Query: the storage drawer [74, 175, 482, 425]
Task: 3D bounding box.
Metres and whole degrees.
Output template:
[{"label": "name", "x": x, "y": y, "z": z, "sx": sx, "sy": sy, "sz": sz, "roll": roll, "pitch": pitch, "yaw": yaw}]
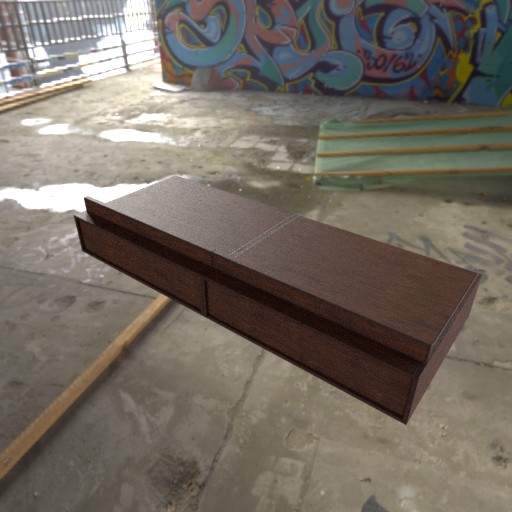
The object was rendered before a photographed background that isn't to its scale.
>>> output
[{"label": "storage drawer", "x": 0.000, "y": 0.000, "z": 2.221, "sx": 1.914, "sy": 0.339, "sz": 0.774, "roll": 22, "pitch": 38, "yaw": 32}]
